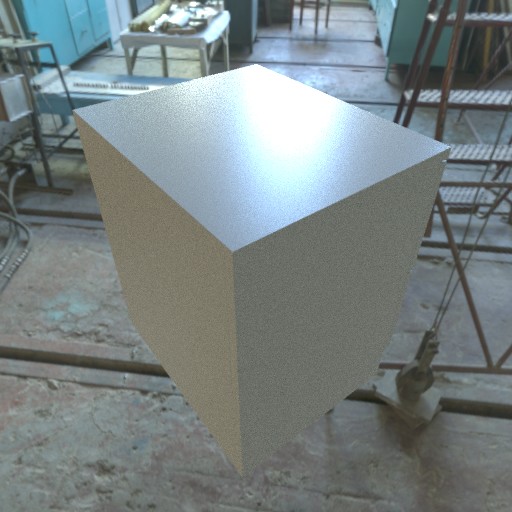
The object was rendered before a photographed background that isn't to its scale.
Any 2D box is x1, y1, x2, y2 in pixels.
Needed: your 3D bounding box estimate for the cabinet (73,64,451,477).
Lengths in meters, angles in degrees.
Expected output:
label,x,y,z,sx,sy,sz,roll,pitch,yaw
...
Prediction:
label,x,y,z,sx,sy,sz,roll,pitch,yaw
cabinet,0.000,0.000,0.754,0.360,0.470,0.400,-27,47,-27
